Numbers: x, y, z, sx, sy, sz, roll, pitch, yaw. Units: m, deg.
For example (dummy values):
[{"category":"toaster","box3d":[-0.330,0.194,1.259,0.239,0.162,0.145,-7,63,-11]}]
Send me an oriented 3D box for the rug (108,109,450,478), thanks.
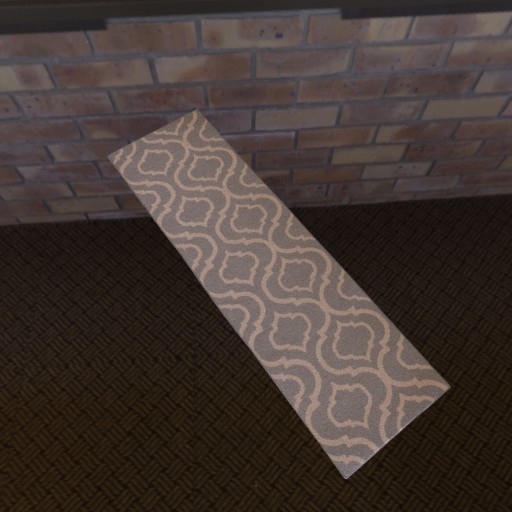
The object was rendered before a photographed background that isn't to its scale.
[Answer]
[{"category":"rug","box3d":[0.000,0.000,2.483,0.684,0.009,2.275,-33,67,-16]}]
